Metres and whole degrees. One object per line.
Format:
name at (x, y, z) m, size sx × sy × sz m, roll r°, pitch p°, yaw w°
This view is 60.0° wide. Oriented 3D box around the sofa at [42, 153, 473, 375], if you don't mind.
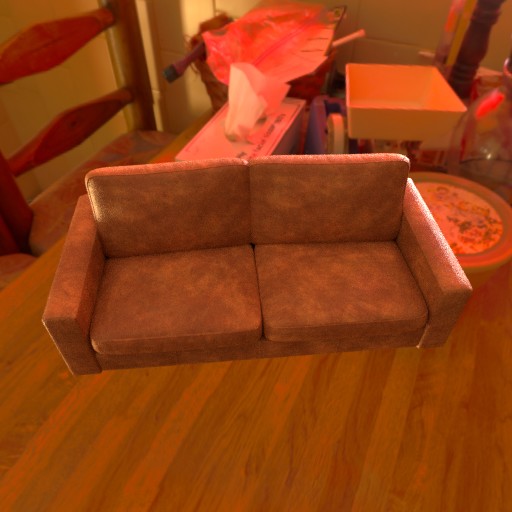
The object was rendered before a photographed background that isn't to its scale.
sofa at (0.000, 0.000, 2.618) m, size 2.179 × 0.873 × 1.016 m, roll -4°, pitch 46°, yaw -4°
